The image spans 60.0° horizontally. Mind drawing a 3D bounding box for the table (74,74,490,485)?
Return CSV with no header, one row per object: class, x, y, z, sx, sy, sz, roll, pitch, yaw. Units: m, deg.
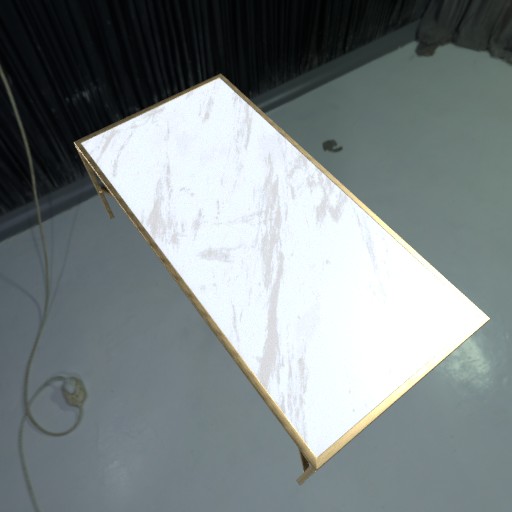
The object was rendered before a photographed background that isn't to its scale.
table,0.000,0.000,1.443,0.577,0.405,1.197,-33,64,-18
